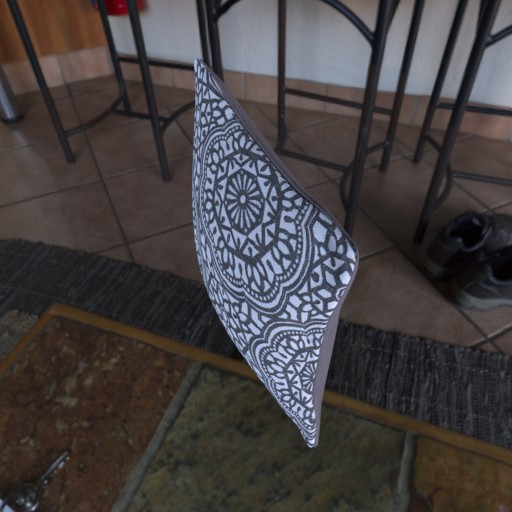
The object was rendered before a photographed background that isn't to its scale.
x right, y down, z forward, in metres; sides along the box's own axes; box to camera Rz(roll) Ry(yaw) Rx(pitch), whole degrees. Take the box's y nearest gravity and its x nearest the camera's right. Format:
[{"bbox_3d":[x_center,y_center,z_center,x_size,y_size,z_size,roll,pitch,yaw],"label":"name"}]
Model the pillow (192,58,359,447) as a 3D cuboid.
[{"bbox_3d":[0.000,0.000,0.647,0.148,0.417,0.436,-17,48,-16],"label":"pillow"}]
